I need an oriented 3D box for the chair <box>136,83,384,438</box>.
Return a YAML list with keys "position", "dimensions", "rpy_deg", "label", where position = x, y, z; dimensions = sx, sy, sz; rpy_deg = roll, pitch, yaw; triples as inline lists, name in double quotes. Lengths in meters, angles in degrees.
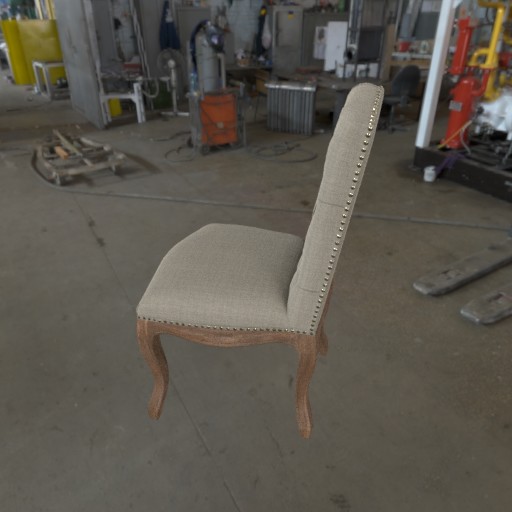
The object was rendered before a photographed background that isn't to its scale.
- position: [0.000, 0.000, 1.589]
  dimensions: [0.731, 1.191, 0.637]
  rpy_deg: [8, 31, 13]
  label: "chair"
